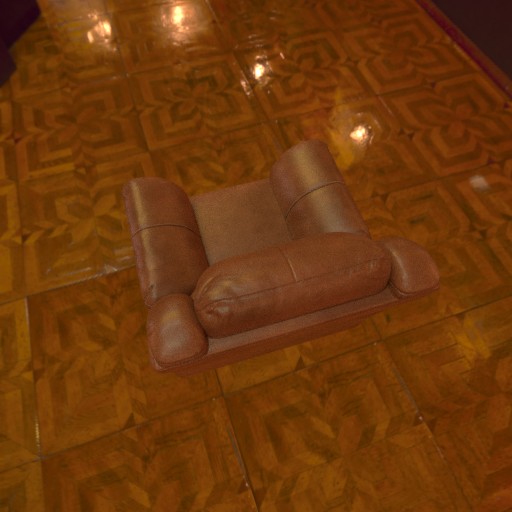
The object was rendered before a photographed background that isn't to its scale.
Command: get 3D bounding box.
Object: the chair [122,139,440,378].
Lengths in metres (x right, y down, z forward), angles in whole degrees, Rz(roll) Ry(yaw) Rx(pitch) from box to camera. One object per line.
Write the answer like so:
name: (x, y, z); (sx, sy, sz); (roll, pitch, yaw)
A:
chair: (0.000, 0.000, 1.900); (0.990, 1.093, 1.041); (-15, 60, -9)
